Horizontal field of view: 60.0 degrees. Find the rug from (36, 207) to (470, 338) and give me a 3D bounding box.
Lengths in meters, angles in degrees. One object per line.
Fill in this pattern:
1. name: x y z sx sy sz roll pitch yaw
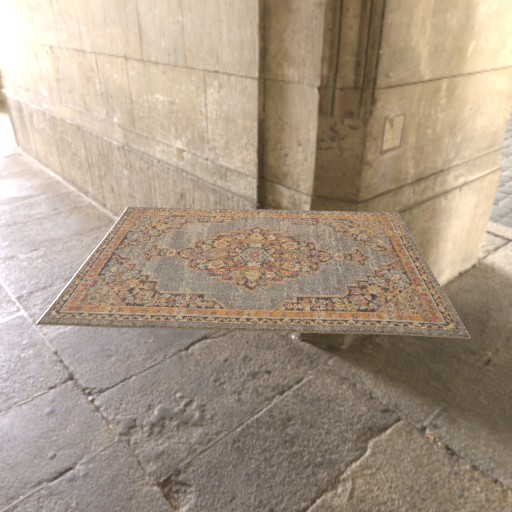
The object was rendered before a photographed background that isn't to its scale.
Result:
1. rug: 0.000 0.000 4.047 3.063 0.024 2.158 1 29 3
